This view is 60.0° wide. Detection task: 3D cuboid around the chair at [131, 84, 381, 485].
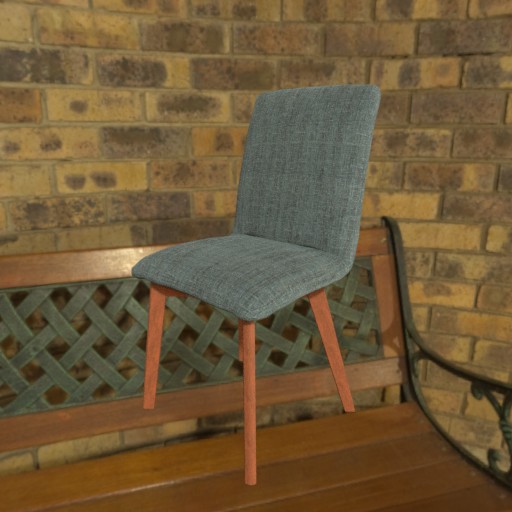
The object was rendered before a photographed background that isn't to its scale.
[{"bbox_3d":[0.000,0.000,1.306,0.522,0.974,0.563,14,20,42],"label":"chair"}]
